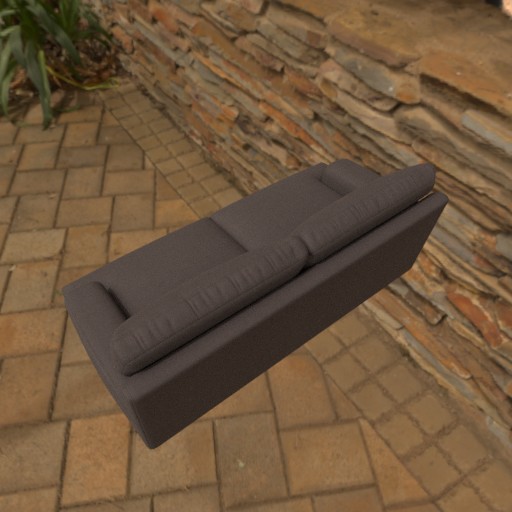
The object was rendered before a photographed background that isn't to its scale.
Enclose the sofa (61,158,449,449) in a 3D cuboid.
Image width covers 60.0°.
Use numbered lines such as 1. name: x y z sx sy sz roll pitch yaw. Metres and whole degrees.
1. sofa: 0.000 0.000 2.816 2.271 0.950 1.140 -29 53 -25
